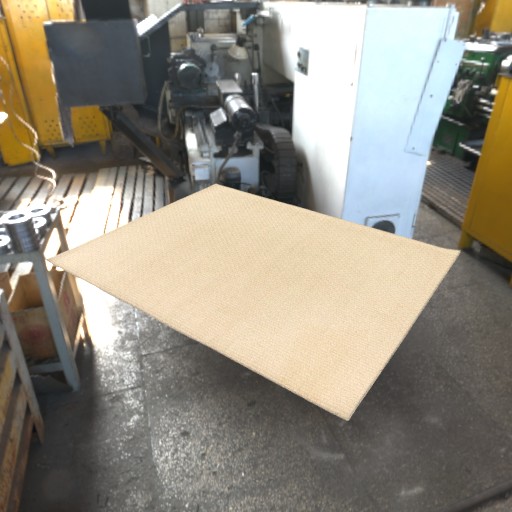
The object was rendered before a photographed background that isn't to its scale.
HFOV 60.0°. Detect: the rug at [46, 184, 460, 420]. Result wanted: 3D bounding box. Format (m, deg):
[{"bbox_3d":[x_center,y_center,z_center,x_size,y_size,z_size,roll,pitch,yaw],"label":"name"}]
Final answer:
[{"bbox_3d":[0.000,0.000,3.925,2.897,0.035,2.277,20,36,31],"label":"rug"}]
